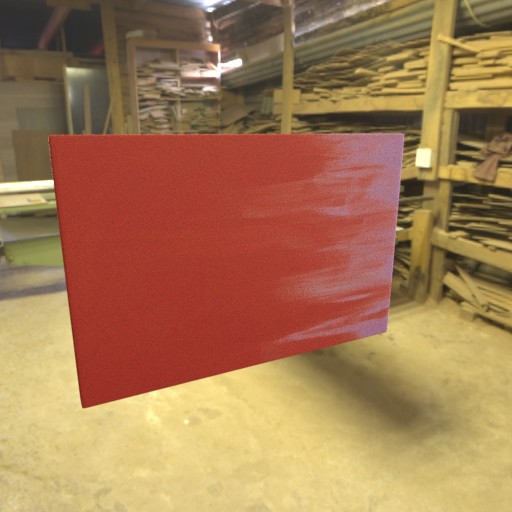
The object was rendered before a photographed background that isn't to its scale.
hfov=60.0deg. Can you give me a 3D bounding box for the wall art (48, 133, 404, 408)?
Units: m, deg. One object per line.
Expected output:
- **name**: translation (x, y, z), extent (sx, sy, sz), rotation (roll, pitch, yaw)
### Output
- **wall art**: translation (0.000, 0.000, 1.148), extent (0.913, 0.609, 0.040), rotation (-8, 18, -25)
